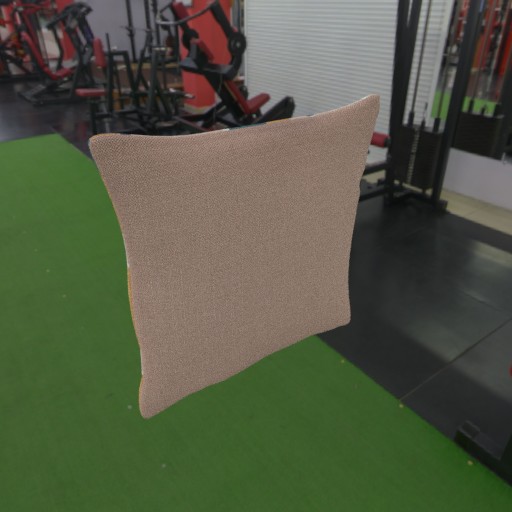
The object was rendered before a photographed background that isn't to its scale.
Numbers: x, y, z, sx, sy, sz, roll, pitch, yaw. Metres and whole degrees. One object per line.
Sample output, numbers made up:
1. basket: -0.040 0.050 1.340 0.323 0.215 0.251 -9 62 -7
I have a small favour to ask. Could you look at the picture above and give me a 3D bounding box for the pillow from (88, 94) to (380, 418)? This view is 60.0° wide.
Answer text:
1. pillow: 0.000 0.000 0.747 0.478 0.479 0.158 -18 35 -29
